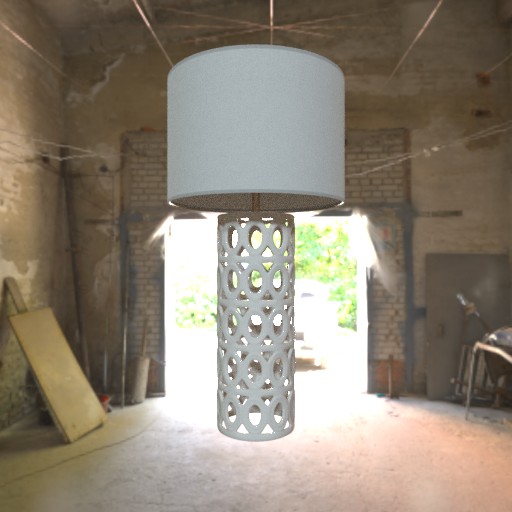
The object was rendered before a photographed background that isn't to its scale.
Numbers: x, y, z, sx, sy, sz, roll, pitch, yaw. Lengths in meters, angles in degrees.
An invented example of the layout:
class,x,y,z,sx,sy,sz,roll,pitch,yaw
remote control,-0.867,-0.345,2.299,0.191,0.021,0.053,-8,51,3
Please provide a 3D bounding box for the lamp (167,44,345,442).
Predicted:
class,x,y,z,sx,sy,sz,roll,pitch,yaw
lamp,0.000,0.000,0.829,0.324,0.636,0.325,0,0,-34
